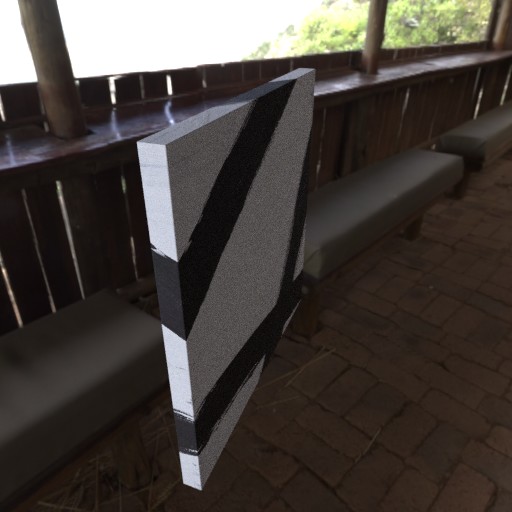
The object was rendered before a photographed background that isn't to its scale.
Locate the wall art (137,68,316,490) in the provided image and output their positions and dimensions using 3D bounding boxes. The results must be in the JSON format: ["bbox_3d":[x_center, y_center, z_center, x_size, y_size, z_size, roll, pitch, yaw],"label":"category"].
[{"bbox_3d":[0.000,0.000,1.091,0.046,0.765,0.765,11,32,18],"label":"wall art"}]
